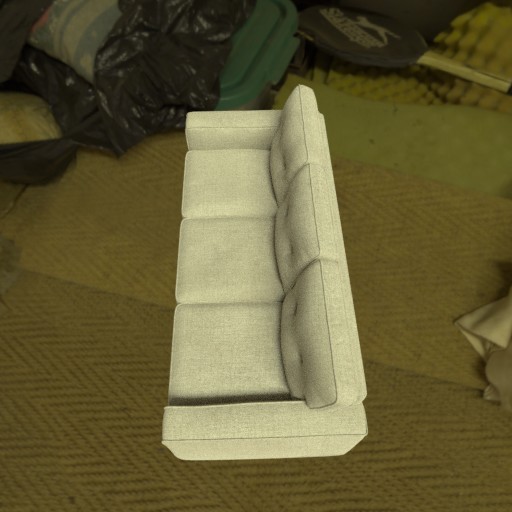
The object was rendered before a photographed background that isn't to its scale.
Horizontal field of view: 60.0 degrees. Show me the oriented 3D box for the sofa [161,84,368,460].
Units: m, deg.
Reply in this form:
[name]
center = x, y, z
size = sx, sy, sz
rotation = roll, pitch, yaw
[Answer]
[sofa]
center = 0.000, 0.000, 2.636
size = 0.939, 0.965, 2.133
rotation = -1, 59, -1
